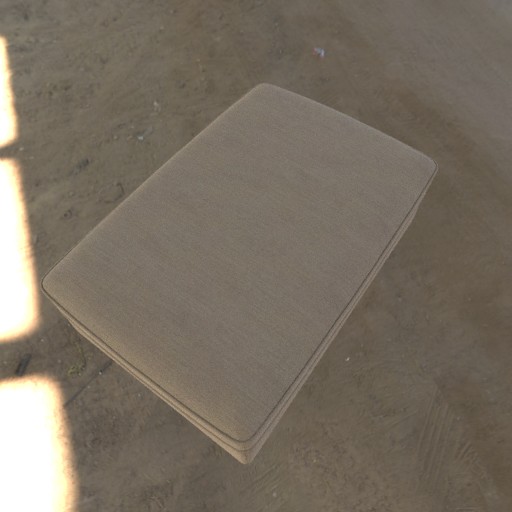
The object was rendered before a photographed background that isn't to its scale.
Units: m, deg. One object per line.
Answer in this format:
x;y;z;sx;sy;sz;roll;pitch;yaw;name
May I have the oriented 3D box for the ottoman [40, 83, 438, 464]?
0.000;0.000;1.293;0.636;0.480;0.941;32;63;18;ottoman
